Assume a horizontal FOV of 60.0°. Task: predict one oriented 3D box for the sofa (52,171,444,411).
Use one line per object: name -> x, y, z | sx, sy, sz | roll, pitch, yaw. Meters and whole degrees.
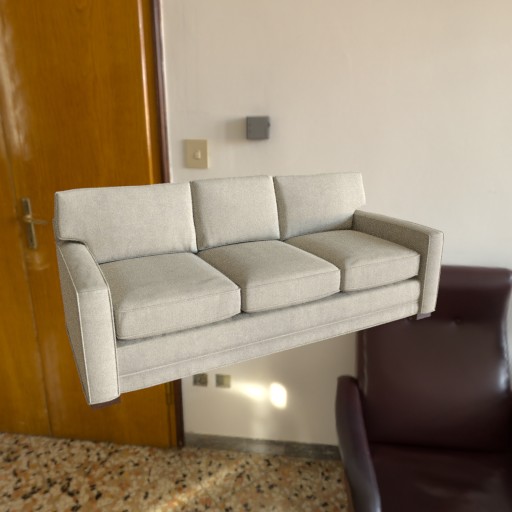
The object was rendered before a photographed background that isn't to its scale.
sofa -> 0.000, 0.000, 2.607 | 2.093, 0.862, 0.936 | -9, 19, -27
